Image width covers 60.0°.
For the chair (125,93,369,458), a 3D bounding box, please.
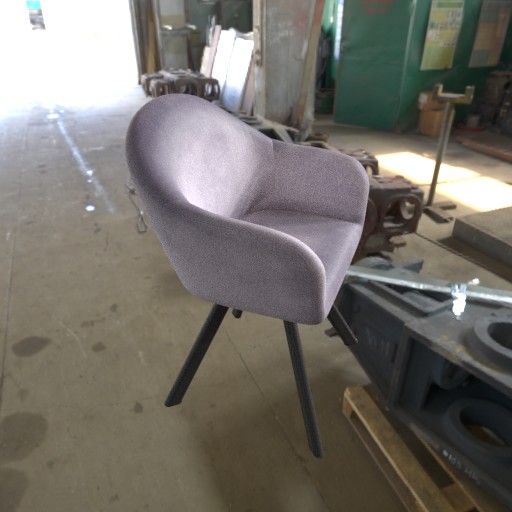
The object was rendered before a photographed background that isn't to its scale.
[{"bbox_3d":[0.000,0.000,1.172,0.540,0.780,0.570,11,31,19],"label":"chair"}]
